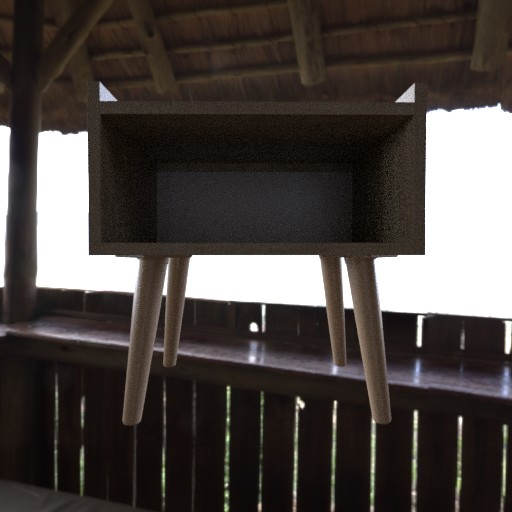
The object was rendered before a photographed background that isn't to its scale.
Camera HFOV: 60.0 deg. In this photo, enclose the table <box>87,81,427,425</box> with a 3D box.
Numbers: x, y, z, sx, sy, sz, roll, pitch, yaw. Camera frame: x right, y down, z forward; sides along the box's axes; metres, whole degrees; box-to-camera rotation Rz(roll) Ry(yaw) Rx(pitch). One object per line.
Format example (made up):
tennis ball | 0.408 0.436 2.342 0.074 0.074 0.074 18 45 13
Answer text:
table | 0.000 0.000 0.777 0.450 0.470 0.370 0 2 -1
